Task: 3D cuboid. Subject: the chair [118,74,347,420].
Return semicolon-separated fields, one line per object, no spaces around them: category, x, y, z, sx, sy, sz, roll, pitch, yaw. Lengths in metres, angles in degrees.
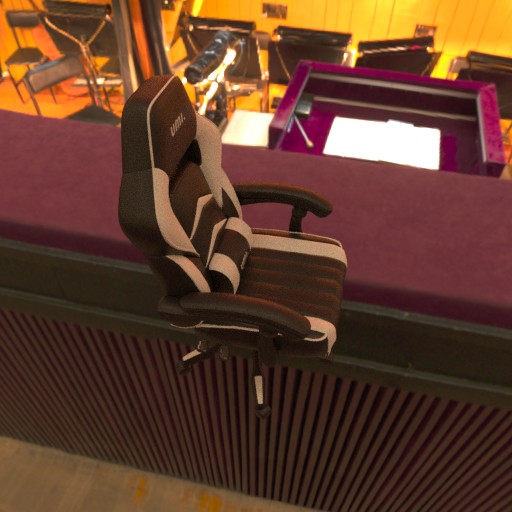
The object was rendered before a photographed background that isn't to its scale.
chair;0.000;0.000;1.595;0.700;1.200;0.676;10;47;9
